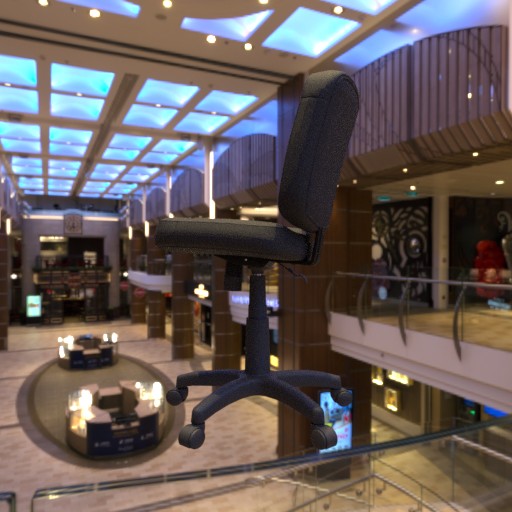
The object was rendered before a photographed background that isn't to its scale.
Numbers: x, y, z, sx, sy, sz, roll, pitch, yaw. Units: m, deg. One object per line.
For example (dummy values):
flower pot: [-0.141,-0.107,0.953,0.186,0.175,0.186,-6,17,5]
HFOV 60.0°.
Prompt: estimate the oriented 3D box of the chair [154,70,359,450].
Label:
chair: [0.000,0.000,1.359,0.610,0.972,0.610,0,1,19]
